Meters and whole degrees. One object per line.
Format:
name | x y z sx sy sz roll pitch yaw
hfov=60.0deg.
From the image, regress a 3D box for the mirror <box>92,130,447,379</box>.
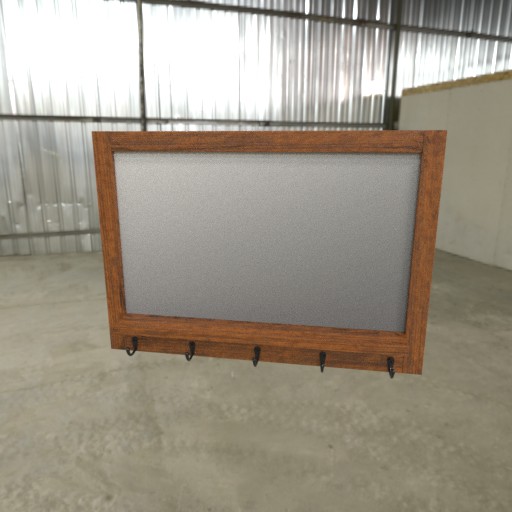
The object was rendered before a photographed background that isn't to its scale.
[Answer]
mirror | 0.000 0.000 0.984 0.758 0.537 0.084 3 15 10
